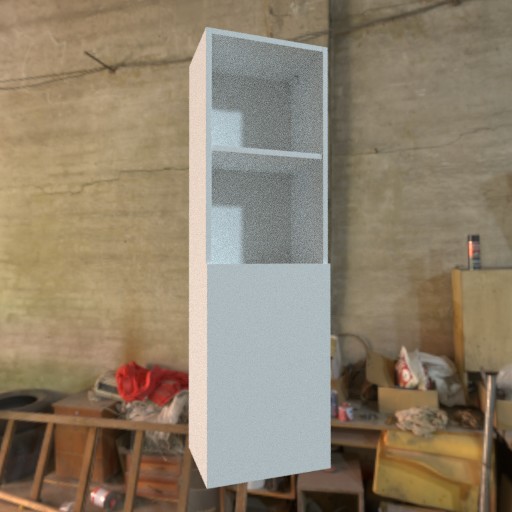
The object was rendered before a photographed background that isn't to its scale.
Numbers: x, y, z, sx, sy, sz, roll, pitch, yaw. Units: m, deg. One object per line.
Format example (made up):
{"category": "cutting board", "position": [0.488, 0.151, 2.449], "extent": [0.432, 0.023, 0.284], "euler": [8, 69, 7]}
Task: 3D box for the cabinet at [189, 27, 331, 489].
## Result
{"category": "cabinet", "position": [0.000, 0.000, 1.493], "extent": [0.400, 1.350, 0.300], "euler": [0, 0, -19]}
